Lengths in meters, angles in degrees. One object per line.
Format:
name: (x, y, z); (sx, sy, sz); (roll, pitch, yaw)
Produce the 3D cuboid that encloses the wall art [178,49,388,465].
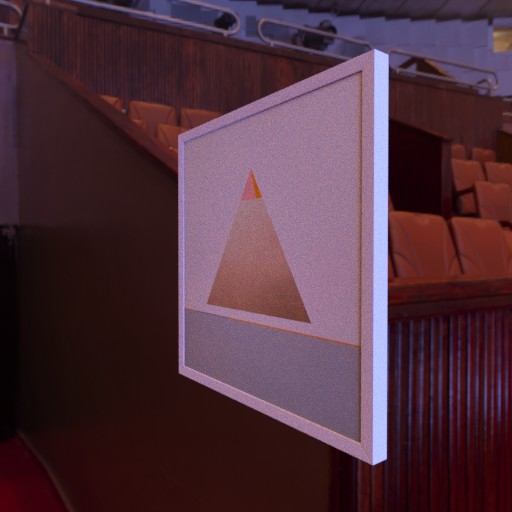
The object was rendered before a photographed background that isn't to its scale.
wall art: (0.000, 0.000, 1.131); (0.041, 0.765, 0.768); (-1, 1, -37)
